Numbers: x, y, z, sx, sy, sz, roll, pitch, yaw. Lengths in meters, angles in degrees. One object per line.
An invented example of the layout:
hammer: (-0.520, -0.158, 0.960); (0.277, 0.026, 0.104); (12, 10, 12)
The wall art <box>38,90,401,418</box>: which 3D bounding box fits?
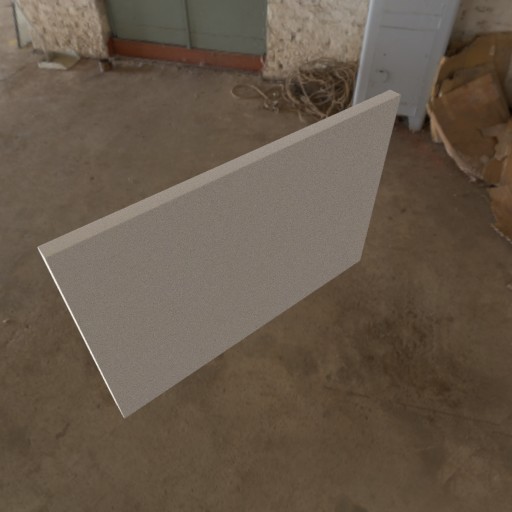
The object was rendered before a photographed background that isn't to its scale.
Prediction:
wall art: (0.000, 0.000, 1.133); (0.898, 0.601, 0.038); (-30, 53, -26)
